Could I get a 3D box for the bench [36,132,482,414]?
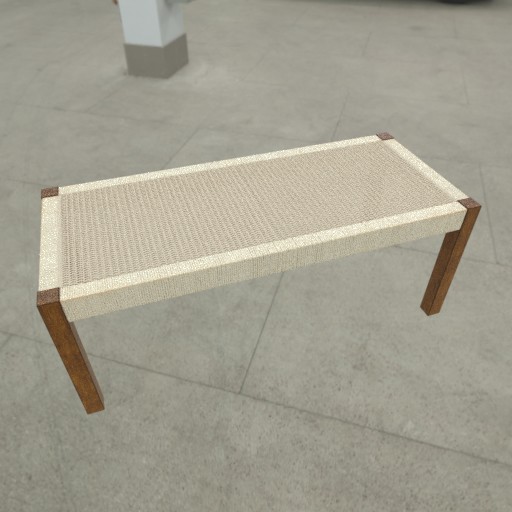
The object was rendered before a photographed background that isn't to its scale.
[{"bbox_3d":[0.000,0.000,1.454,1.198,0.457,0.507,-13,42,-14],"label":"bench"}]
